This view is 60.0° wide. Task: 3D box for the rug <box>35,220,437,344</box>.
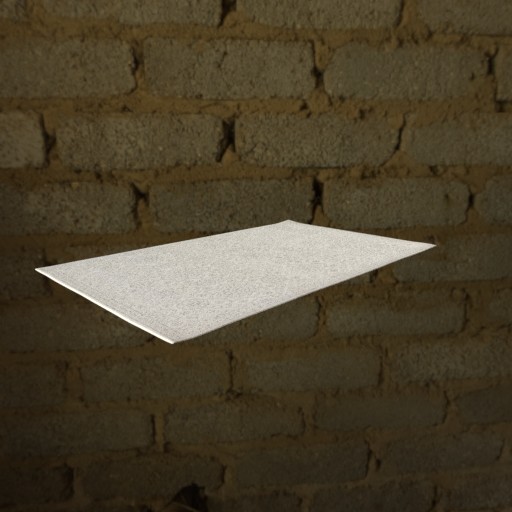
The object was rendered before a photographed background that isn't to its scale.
[{"bbox_3d":[0.000,0.000,2.476,1.947,0.023,1.214,-14,20,-43],"label":"rug"}]
